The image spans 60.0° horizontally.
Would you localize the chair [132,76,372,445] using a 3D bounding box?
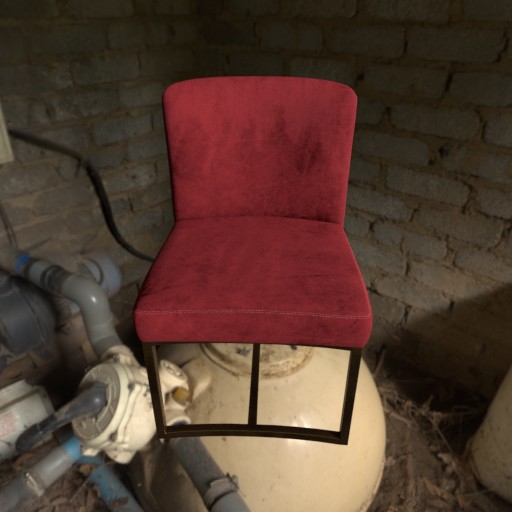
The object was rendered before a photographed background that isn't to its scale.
[{"bbox_3d":[0.000,0.000,1.174,0.530,0.824,0.560,1,30,2],"label":"chair"}]
